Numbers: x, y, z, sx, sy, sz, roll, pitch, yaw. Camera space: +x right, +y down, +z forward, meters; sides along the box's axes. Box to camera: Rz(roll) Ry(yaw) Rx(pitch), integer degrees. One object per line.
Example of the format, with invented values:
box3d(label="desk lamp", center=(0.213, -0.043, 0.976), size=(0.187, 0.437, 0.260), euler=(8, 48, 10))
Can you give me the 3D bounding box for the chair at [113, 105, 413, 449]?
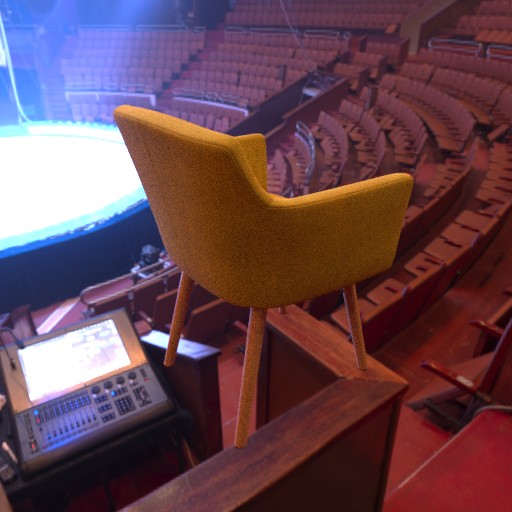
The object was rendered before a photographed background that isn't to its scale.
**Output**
box3d(label="chair", center=(0.000, 0.000, 1.172), size=(0.570, 0.780, 0.570), euler=(-19, 33, -33))
